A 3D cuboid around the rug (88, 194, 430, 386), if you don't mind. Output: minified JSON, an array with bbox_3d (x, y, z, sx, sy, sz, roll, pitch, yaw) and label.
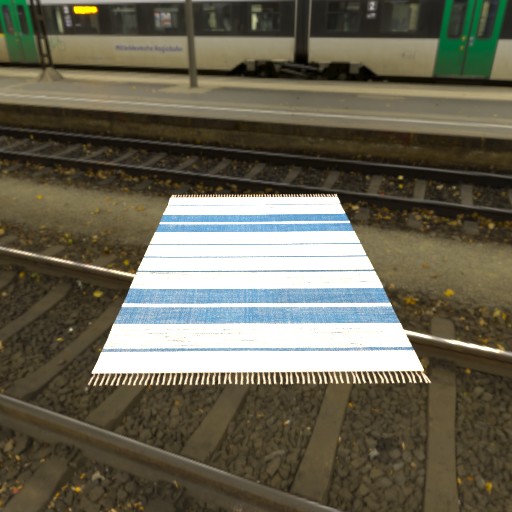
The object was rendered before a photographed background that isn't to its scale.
[{"bbox_3d":[0.000,0.000,3.043,1.532,0.010,2.441,0,28,-1],"label":"rug"}]
